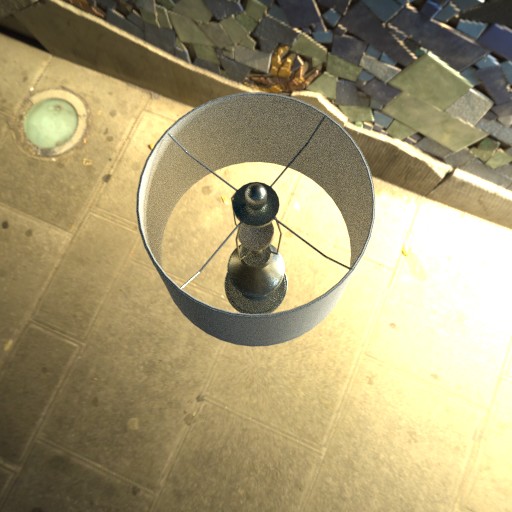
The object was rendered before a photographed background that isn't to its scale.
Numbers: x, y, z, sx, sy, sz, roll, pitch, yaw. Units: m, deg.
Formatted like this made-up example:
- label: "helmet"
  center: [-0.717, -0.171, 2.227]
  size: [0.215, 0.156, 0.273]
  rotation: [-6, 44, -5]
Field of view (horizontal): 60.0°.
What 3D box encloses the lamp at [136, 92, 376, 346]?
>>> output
- label: "lamp"
  center: [0.000, 0.000, 0.944]
  size: [0.383, 0.733, 0.383]
  rotation: [0, 76, 0]
